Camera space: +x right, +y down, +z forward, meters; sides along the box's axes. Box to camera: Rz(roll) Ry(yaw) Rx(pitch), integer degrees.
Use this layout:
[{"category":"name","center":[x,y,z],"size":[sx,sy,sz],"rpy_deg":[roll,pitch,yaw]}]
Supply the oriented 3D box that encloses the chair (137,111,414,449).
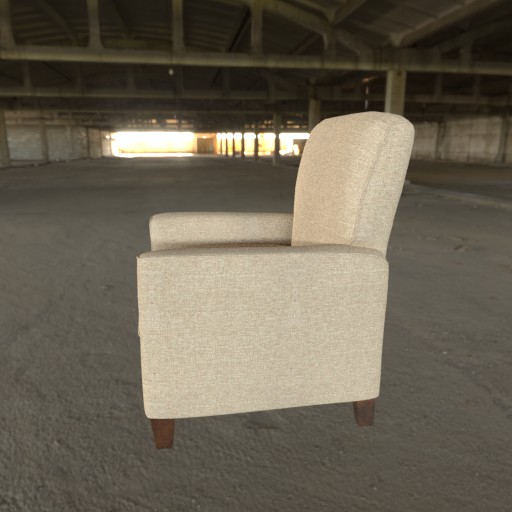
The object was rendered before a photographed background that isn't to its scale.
[{"category":"chair","center":[0.000,0.000,1.674],"size":[0.858,1.028,0.841],"rpy_deg":[-2,14,-10]}]
